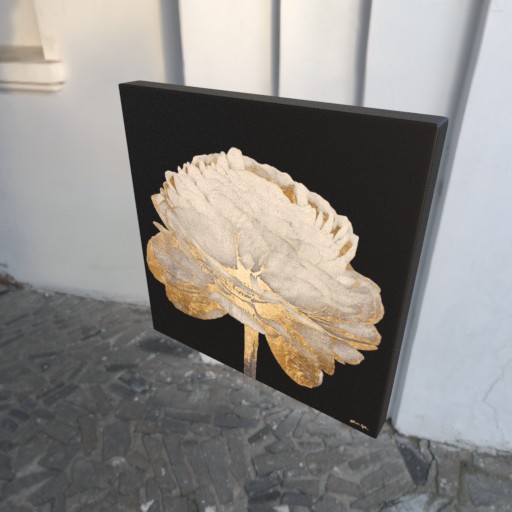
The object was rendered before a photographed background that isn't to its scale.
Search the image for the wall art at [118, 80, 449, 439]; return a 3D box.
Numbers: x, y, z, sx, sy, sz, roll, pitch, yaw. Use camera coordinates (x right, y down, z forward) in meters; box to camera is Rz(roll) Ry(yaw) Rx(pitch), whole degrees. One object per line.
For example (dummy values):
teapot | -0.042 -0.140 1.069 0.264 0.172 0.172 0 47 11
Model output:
wall art | 0.000 0.000 0.592 0.406 0.407 0.041 18 34 29
